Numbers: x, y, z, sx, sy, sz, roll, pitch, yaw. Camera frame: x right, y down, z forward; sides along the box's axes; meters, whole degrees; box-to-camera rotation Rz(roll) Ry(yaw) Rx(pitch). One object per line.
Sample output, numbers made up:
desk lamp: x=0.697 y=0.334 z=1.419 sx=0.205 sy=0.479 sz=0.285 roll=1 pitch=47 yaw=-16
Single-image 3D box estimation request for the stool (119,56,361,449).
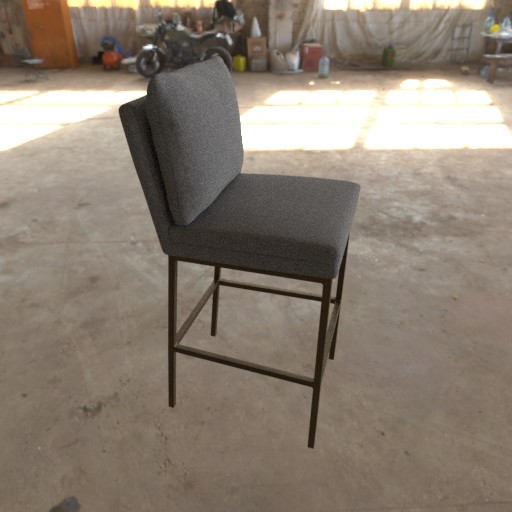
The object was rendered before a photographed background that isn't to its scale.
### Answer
stool: x=0.000 y=0.000 z=1.413 sx=0.569 sy=1.132 sz=0.463 roll=9 pitch=33 yaw=15
